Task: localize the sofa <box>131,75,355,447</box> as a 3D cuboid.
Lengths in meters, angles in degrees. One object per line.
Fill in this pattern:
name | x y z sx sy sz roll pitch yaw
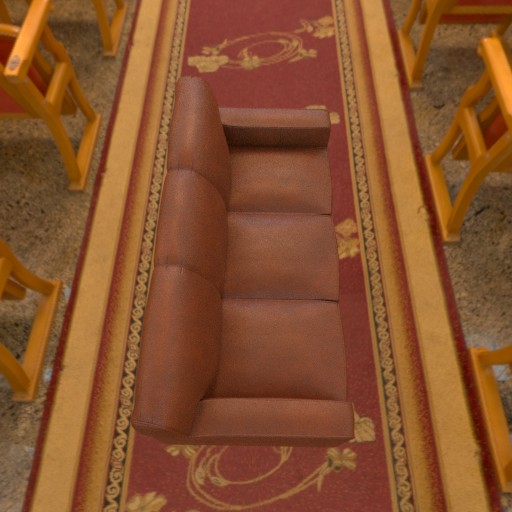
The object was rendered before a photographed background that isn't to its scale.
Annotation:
sofa | 0.000 0.000 2.595 1.008 0.953 2.039 1 63 0
